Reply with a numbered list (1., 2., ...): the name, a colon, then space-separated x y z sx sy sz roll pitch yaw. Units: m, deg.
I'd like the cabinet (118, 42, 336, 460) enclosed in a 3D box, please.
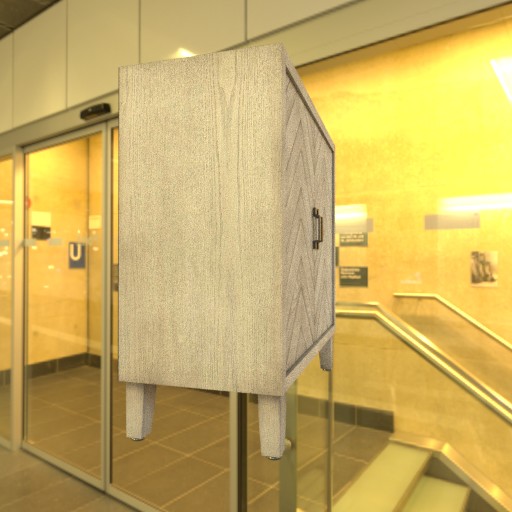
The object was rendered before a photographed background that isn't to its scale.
1. cabinet: 0.000 0.000 1.246 0.370 0.787 0.781 0 -1 17
